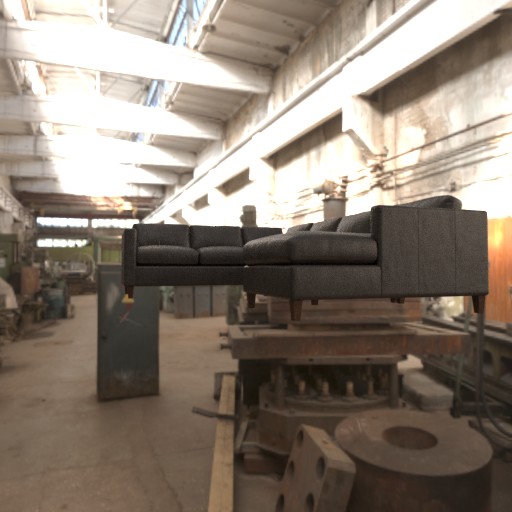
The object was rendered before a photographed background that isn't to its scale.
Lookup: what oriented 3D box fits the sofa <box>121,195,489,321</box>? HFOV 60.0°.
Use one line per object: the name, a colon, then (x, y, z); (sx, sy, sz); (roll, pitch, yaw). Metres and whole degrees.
sofa: (0.000, 0.000, 4.383); (2.452, 0.891, 3.324); (1, -2, -19)
